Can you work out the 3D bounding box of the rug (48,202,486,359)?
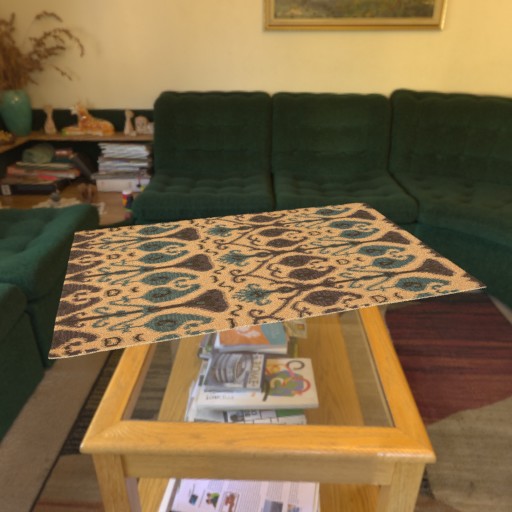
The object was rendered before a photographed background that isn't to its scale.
[{"bbox_3d":[0.000,0.000,2.094,1.698,0.013,1.072,-7,28,-14],"label":"rug"}]
